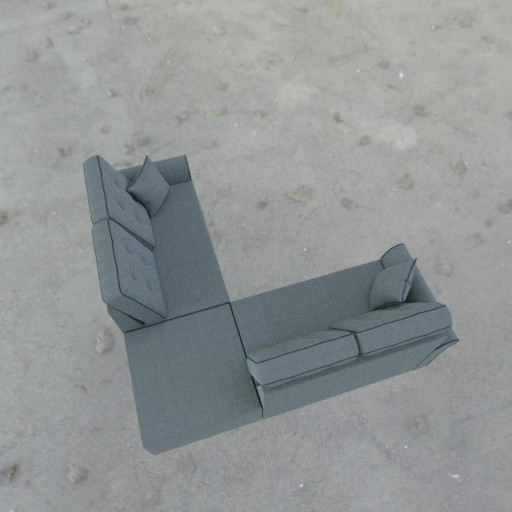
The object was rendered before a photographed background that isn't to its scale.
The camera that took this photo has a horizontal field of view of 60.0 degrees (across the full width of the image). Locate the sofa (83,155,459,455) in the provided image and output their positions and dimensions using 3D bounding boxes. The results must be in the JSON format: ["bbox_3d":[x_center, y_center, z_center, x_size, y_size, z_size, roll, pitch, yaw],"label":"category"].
[{"bbox_3d":[0.000,0.000,3.238,2.068,0.988,2.070,-15,61,-9],"label":"sofa"}]
